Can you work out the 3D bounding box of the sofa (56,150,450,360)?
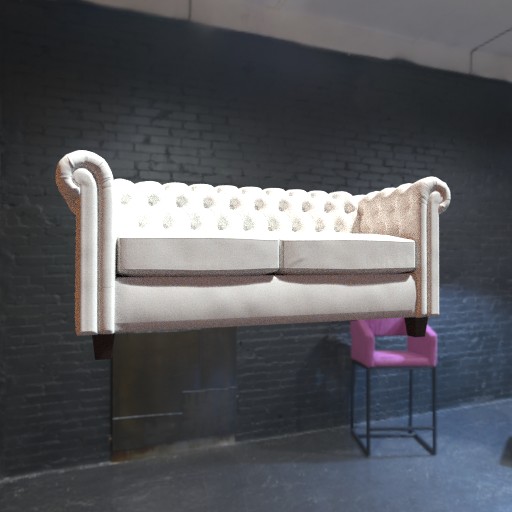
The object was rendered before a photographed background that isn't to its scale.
[{"bbox_3d":[0.000,0.000,2.243,1.798,0.796,0.771,0,0,-19],"label":"sofa"}]
